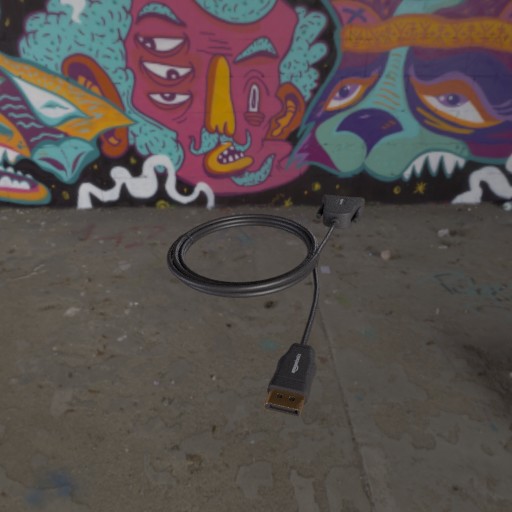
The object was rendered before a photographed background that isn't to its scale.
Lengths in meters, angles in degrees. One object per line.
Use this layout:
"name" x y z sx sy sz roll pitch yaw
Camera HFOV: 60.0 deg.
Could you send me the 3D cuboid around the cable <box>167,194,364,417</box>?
"cable" 0.000 0.000 0.335 0.136 0.015 0.281 8 28 16
